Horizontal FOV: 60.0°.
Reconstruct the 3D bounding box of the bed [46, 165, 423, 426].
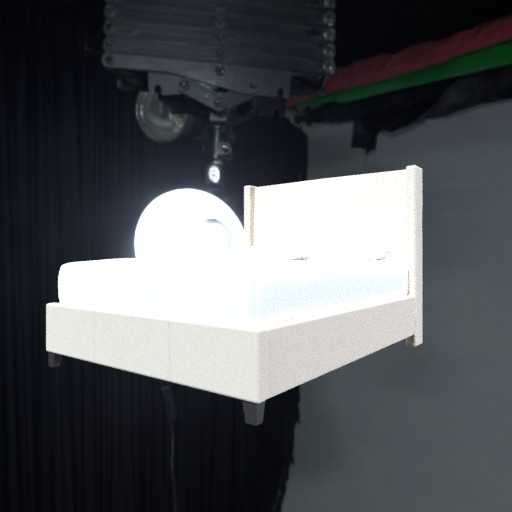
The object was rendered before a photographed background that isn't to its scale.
[{"bbox_3d":[0.000,0.000,3.329,1.778,1.471,2.293,0,0,37],"label":"bed"}]
